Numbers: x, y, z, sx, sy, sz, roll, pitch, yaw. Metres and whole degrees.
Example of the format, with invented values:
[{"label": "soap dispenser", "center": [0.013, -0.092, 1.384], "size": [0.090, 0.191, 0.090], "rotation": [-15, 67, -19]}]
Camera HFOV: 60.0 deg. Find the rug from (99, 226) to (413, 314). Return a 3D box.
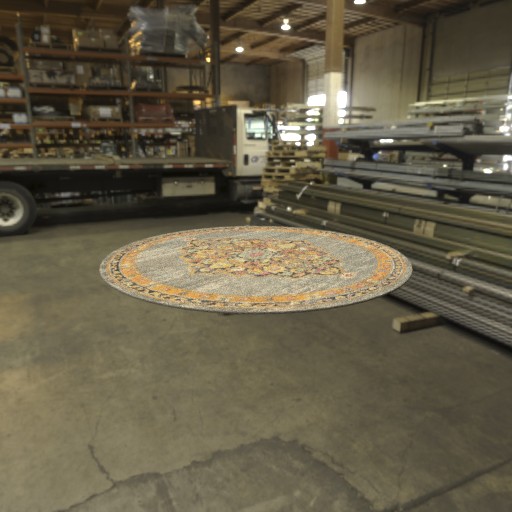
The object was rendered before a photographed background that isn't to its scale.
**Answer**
[{"label": "rug", "center": [0.000, 0.000, 2.388], "size": [1.598, 0.010, 1.598], "rotation": [0, 15, 0]}]
